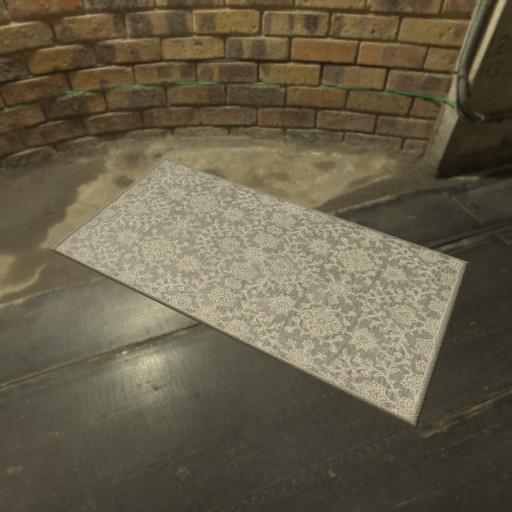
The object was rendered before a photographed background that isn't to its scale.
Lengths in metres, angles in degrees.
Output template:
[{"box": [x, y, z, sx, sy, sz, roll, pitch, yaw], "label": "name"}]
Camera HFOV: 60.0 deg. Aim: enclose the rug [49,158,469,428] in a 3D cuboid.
[{"box": [0.000, 0.000, 3.604, 3.048, 0.011, 1.546, 22, 50, 20], "label": "rug"}]
